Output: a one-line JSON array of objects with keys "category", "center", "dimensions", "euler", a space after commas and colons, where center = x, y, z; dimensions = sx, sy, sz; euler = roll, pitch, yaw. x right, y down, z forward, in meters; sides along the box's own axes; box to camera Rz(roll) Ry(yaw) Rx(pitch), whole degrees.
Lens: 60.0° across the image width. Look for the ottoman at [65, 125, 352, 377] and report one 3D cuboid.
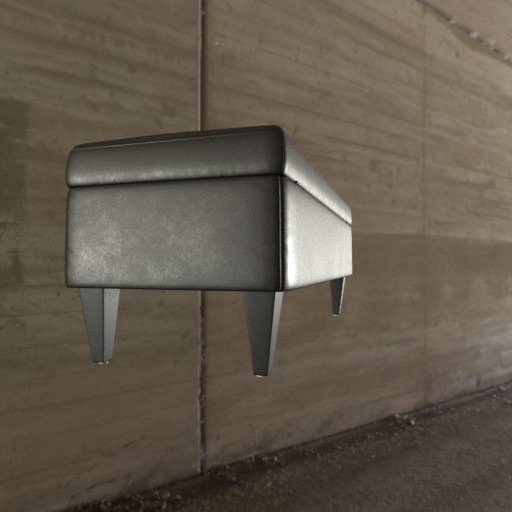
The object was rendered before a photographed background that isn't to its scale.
[{"category": "ottoman", "center": [0.000, 0.000, 1.380], "dimensions": [0.482, 0.469, 1.151], "euler": [0, -1, 18]}]
